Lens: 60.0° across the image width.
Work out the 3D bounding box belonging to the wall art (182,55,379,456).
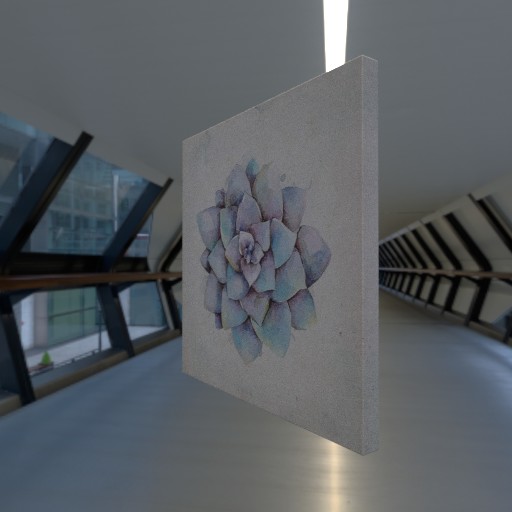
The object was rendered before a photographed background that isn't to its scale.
[{"bbox_3d":[0.000,0.000,0.934,0.040,0.612,0.612,0,-1,-36],"label":"wall art"}]
